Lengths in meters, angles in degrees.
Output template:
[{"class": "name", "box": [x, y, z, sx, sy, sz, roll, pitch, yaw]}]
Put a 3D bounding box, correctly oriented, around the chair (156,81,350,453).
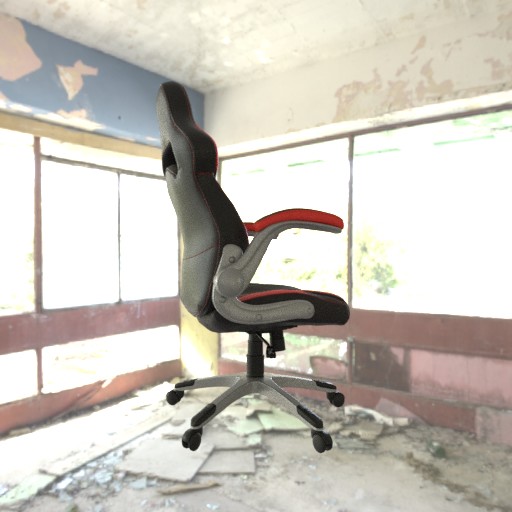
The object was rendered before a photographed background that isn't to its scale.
[{"class": "chair", "box": [0.000, 0.000, 1.622, 0.712, 1.165, 0.758, 0, 0, -18]}]
